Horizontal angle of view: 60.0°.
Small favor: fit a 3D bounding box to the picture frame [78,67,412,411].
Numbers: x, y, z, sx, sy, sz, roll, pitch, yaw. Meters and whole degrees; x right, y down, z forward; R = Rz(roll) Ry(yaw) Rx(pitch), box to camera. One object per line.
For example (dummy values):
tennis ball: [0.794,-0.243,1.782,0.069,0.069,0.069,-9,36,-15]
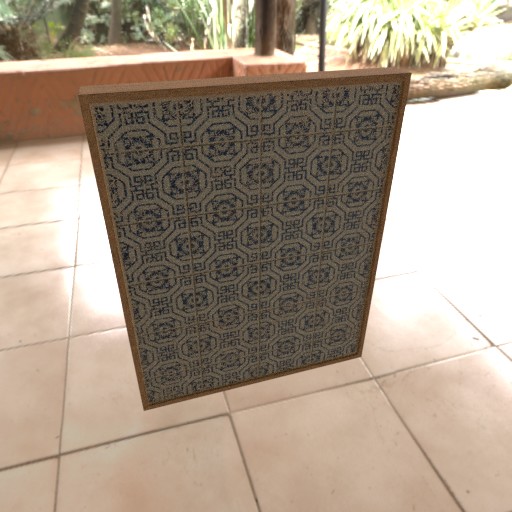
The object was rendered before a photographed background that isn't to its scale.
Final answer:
picture frame: [0.000,0.000,0.696,0.421,0.526,0.046,-10,34,-15]
